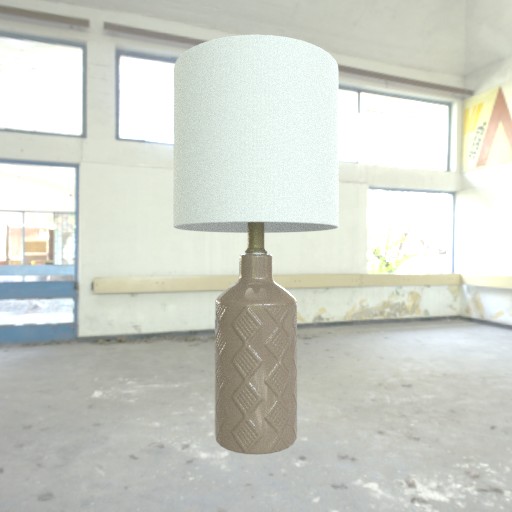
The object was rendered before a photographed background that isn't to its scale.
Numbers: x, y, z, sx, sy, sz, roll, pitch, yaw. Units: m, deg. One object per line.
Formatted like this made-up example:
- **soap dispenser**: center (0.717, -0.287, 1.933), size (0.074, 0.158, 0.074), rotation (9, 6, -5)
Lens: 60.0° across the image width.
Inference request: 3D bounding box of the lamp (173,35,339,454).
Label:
- **lamp**: center (0.000, 0.000, 0.564), size (0.207, 0.461, 0.207), rotation (0, 0, -19)
